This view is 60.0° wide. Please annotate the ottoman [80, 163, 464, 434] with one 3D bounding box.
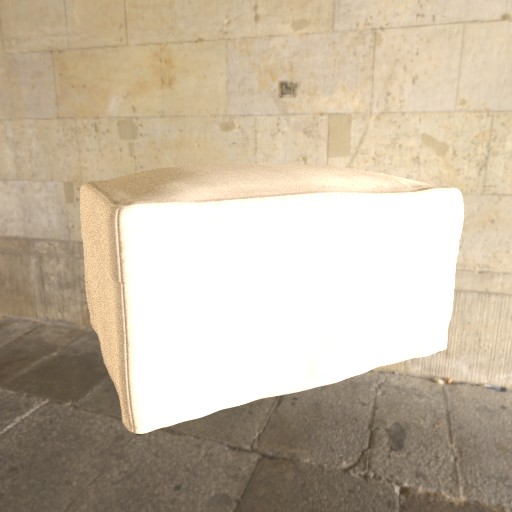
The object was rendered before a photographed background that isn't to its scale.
[{"bbox_3d":[0.000,0.000,1.203,0.833,0.485,0.650,-7,16,-25],"label":"ottoman"}]
